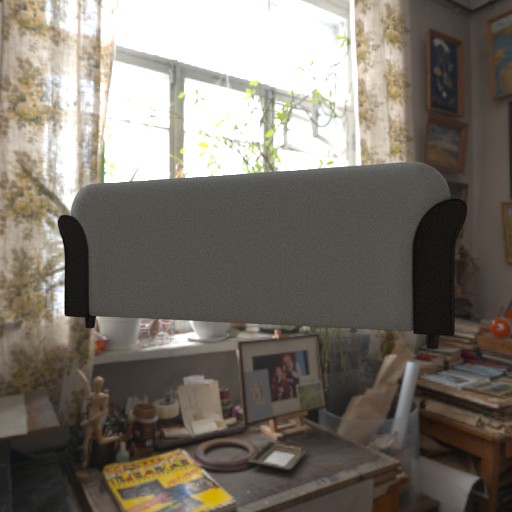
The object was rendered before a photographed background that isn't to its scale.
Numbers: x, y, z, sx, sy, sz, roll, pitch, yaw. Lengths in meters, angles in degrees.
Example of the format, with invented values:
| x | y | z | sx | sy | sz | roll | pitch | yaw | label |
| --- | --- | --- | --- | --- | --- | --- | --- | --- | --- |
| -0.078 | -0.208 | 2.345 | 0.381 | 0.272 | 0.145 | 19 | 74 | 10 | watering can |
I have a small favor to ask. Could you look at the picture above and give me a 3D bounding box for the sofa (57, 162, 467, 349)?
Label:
| x | y | z | sx | sy | sz | roll | pitch | yaw | label |
| --- | --- | --- | --- | --- | --- | --- | --- | --- | --- |
| 0.000 | 0.000 | 2.407 | 2.001 | 0.787 | 0.755 | 0 | -1 | 19 | sofa |
